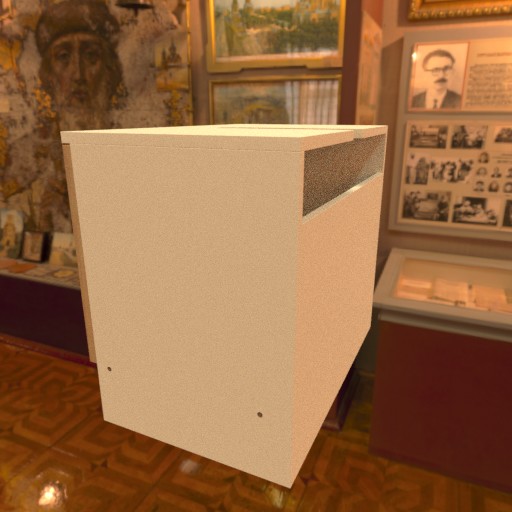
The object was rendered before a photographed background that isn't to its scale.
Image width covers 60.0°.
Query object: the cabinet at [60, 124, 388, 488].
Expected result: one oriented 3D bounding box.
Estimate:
[{"bbox_3d":[0.000,0.000,0.940,0.400,0.522,0.600,8,20,24],"label":"cabinet"}]
